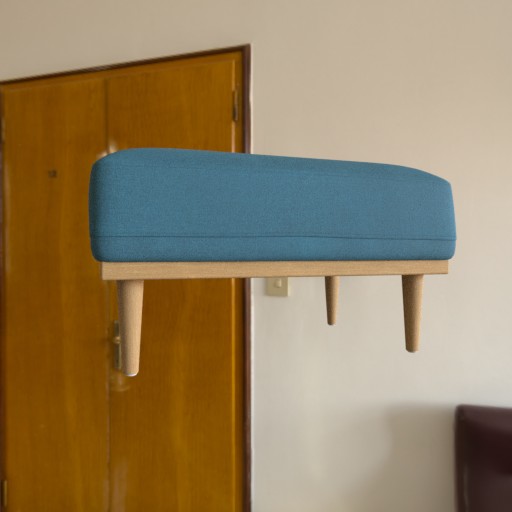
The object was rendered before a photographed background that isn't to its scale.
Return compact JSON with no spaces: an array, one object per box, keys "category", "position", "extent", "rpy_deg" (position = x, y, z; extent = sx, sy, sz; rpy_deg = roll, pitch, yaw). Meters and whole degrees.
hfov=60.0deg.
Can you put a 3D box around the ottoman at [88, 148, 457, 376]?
[{"category":"ottoman","position":[0.000,0.000,1.082],"extent":[0.749,0.428,0.549],"rpy_deg":[0,0,-18]}]
